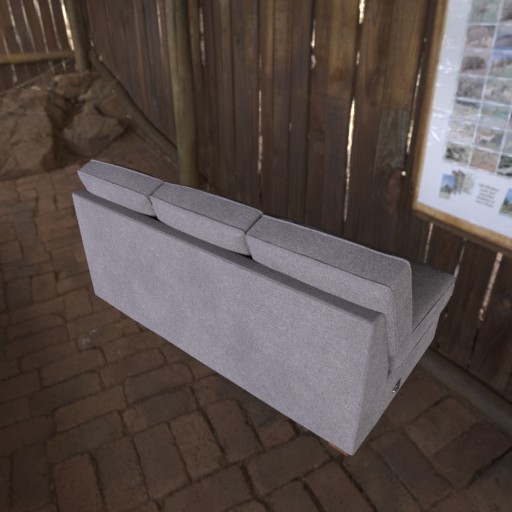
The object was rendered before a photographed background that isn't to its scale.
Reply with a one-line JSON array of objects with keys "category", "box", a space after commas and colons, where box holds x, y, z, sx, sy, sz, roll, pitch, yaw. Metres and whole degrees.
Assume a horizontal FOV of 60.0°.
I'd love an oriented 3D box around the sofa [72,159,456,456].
[{"category": "sofa", "box": [0.000, 0.000, 2.523, 1.962, 0.973, 1.027, 22, 37, 33]}]
